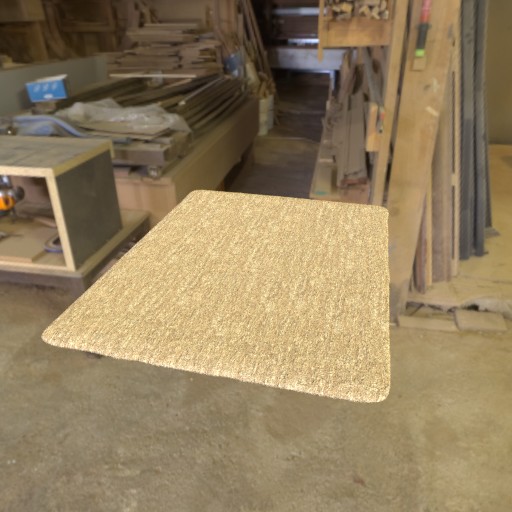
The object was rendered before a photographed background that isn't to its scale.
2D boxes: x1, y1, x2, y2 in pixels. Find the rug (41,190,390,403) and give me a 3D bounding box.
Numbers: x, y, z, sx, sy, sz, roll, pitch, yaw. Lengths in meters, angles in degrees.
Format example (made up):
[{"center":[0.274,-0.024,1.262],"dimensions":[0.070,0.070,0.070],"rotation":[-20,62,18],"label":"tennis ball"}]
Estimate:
[{"center":[0.000,0.000,3.825],"dimensions":[2.242,0.050,2.873],"rotation":[7,30,12],"label":"rug"}]
